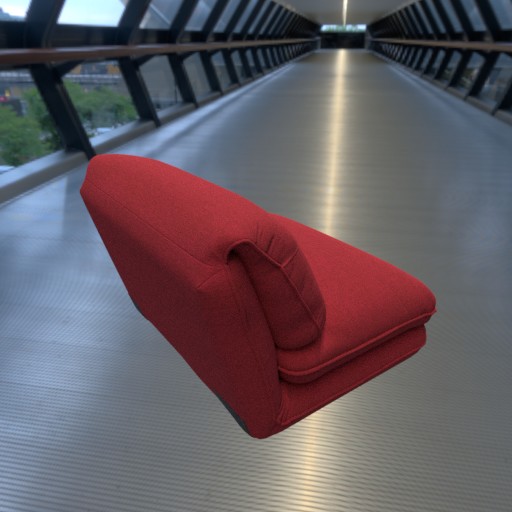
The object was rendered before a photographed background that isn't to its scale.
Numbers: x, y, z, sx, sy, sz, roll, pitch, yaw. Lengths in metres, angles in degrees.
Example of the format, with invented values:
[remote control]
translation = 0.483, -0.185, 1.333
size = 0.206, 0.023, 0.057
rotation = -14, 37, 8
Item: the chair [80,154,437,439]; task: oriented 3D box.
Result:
[chair]
translation = 0.000, 0.000, 1.340
size = 0.780, 0.580, 0.820
rotation = -17, 30, -32
